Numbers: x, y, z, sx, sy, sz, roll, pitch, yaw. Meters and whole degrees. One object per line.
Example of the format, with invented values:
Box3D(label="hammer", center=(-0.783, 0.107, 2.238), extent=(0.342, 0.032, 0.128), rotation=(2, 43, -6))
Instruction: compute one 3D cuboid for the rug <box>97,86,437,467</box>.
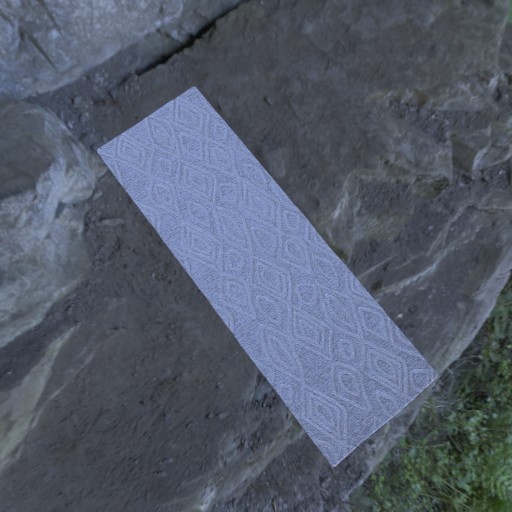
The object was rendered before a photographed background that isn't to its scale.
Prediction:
Box3D(label="rug", center=(0.000, 0.000, 2.741), extent=(0.807, 0.013, 2.436), rotation=(-37, 78, -9))
